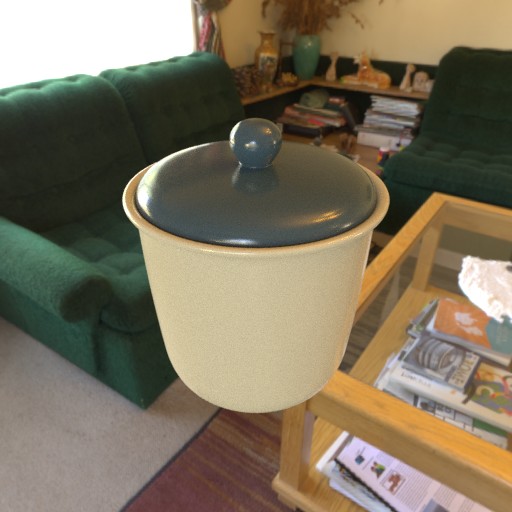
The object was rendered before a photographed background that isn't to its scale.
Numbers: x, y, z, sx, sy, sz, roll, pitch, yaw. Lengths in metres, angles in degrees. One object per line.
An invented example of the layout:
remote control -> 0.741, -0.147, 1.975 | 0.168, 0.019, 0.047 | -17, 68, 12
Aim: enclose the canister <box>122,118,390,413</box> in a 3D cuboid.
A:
canister -> 0.000, 0.000, 0.342 | 0.182, 0.208, 0.182 | 0, 32, 0
